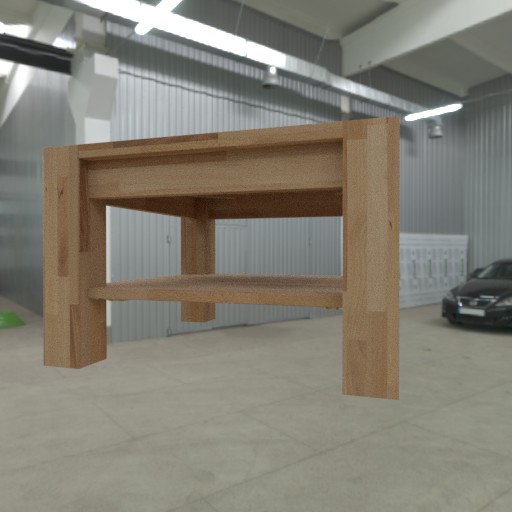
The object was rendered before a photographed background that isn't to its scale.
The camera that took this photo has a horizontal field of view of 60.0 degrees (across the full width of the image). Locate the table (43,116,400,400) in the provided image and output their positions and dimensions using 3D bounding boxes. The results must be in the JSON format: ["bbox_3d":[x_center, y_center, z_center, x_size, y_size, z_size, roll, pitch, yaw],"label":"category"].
[{"bbox_3d":[0.000,0.000,1.141,0.700,0.451,0.700,0,1,18],"label":"table"}]
